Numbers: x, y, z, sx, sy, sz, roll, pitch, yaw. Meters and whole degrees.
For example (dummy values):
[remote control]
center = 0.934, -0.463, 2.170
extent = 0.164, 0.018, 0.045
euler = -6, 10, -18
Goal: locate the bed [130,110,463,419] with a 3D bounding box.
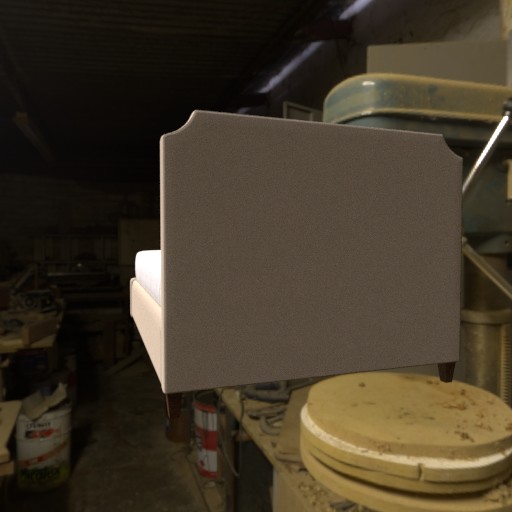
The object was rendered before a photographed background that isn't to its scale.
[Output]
[bed]
center = 0.000, 0.000, 3.353
extent = 1.703, 1.415, 2.329
euler = -1, 2, -19
